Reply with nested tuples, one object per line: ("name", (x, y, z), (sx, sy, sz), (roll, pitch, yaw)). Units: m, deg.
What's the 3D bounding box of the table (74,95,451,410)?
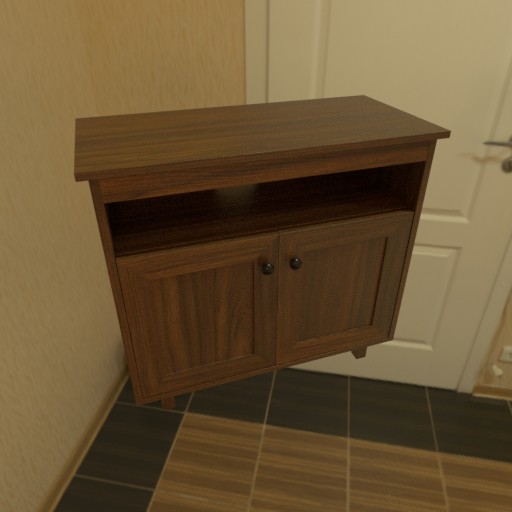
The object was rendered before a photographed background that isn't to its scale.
("table", (0.000, 0.000, 1.230), (0.802, 0.725, 0.390), (-10, 34, -16))
